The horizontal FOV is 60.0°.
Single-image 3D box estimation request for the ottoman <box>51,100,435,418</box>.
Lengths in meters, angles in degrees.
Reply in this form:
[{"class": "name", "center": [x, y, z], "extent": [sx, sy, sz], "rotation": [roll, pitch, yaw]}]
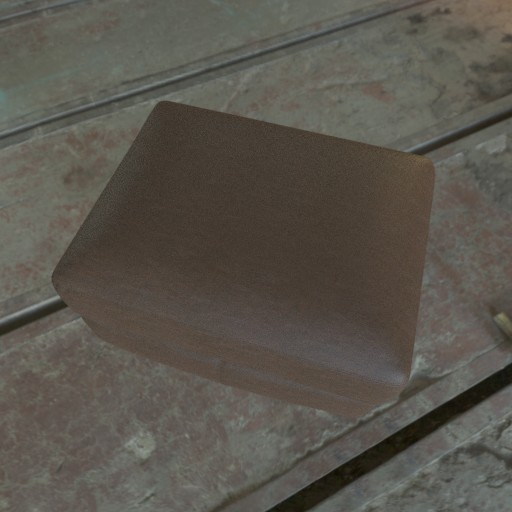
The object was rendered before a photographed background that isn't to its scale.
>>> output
[{"class": "ottoman", "center": [0.000, 0.000, 1.176], "extent": [0.787, 0.508, 0.635], "rotation": [15, 60, 9]}]
